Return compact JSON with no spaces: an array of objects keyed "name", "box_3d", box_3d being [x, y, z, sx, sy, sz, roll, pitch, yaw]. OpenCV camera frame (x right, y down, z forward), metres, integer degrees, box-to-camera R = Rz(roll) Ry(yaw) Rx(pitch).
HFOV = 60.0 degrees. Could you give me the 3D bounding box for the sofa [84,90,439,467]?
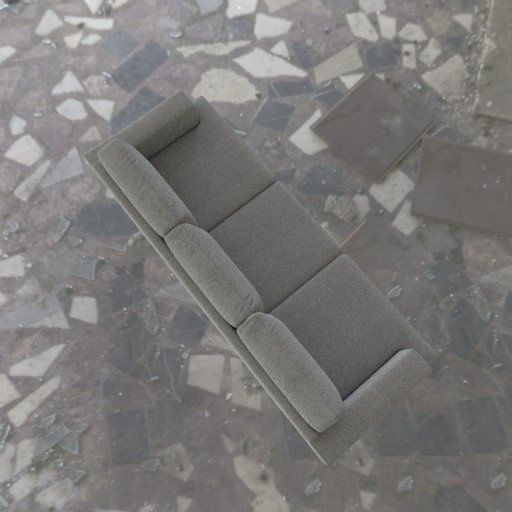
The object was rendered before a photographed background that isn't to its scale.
[{"name":"sofa","box_3d":[0.000,0.000,2.742,0.920,0.810,2.310,-38,77,-10]}]
